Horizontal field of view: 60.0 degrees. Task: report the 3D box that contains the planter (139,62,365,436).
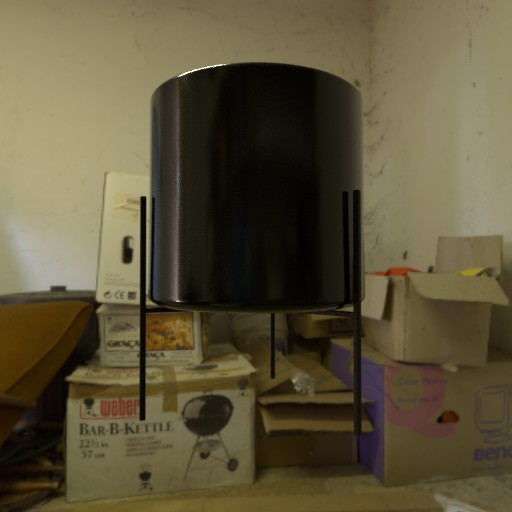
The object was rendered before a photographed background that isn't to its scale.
[{"bbox_3d":[0.000,0.000,0.634,0.310,0.432,0.310,1,-1,-34],"label":"planter"}]
